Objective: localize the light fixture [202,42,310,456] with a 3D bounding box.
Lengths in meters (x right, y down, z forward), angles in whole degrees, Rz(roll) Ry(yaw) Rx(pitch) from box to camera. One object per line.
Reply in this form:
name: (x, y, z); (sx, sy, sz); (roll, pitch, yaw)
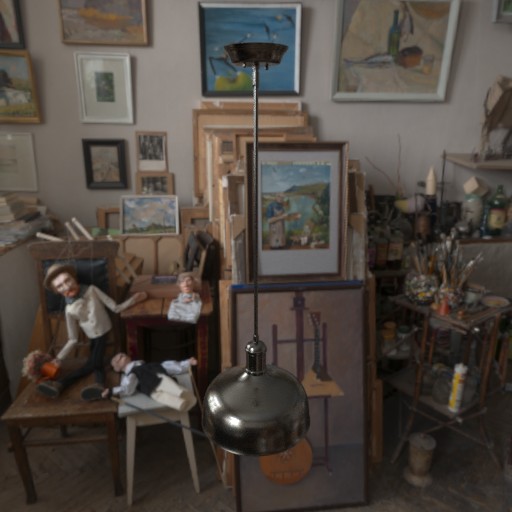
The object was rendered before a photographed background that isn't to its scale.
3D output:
light fixture: (0.000, 0.000, 1.089); (0.299, 0.935, 0.299); (-16, 23, -42)
